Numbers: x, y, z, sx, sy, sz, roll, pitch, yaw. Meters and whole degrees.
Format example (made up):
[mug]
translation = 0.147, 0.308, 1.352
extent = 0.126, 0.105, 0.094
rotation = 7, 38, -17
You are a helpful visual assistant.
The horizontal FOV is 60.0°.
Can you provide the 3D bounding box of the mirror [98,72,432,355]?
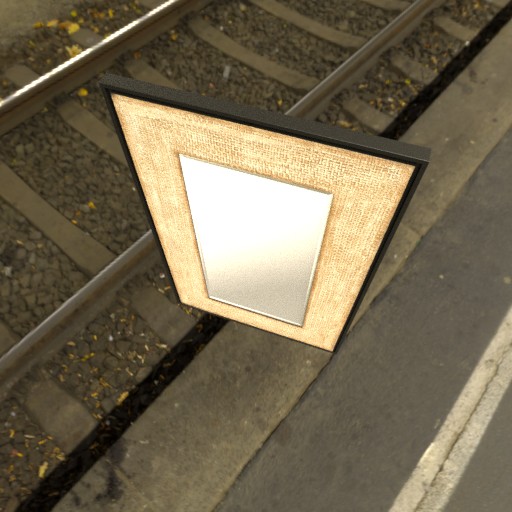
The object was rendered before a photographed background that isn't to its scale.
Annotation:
[mirror]
translation = 0.000, 0.000, 1.500
extent = 0.762, 1.219, 0.038
rotation = 16, 60, 10
